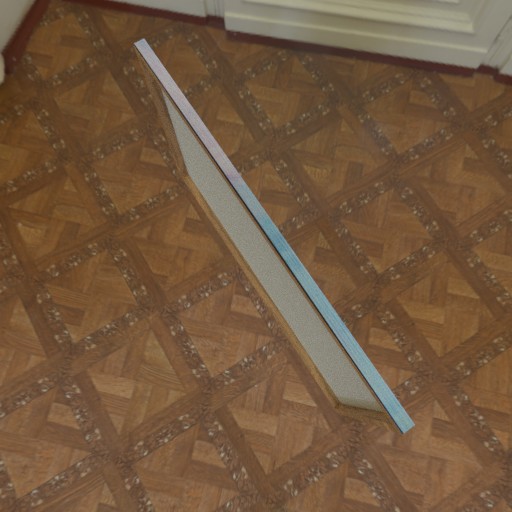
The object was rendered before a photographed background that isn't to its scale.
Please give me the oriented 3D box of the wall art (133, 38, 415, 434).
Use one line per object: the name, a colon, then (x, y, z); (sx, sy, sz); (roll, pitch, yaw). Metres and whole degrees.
wall art: (0.000, 0.000, 1.392); (0.034, 0.756, 1.137); (-32, 76, -9)
